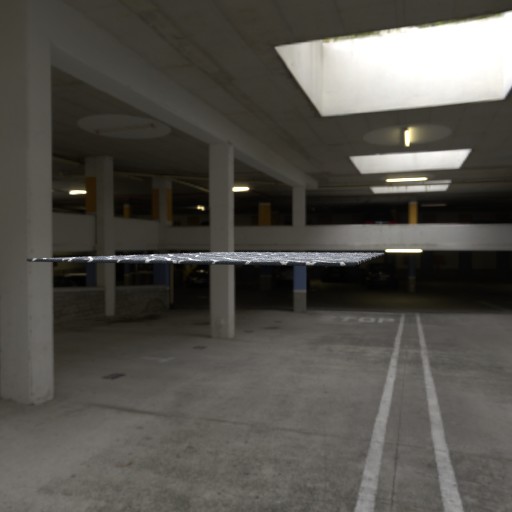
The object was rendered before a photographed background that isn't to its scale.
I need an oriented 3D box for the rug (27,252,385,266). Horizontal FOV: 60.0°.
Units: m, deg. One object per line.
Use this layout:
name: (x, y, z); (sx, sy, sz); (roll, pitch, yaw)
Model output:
rug: (0.000, 0.000, 2.338); (1.223, 0.013, 1.830); (0, 1, 19)
